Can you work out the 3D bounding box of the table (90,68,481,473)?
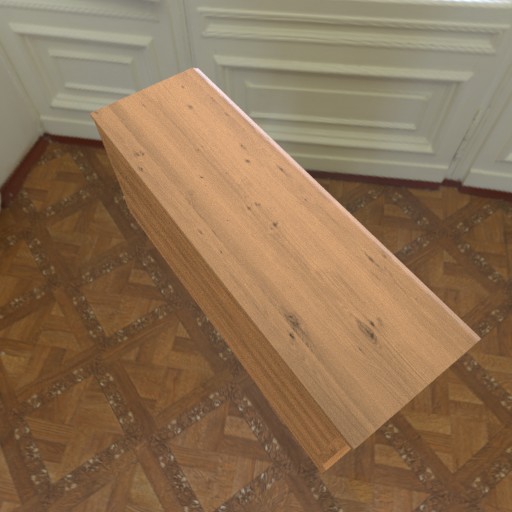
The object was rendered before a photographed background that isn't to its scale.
[{"bbox_3d":[0.000,0.000,1.409,0.400,0.510,1.200,-32,64,-18],"label":"table"}]
